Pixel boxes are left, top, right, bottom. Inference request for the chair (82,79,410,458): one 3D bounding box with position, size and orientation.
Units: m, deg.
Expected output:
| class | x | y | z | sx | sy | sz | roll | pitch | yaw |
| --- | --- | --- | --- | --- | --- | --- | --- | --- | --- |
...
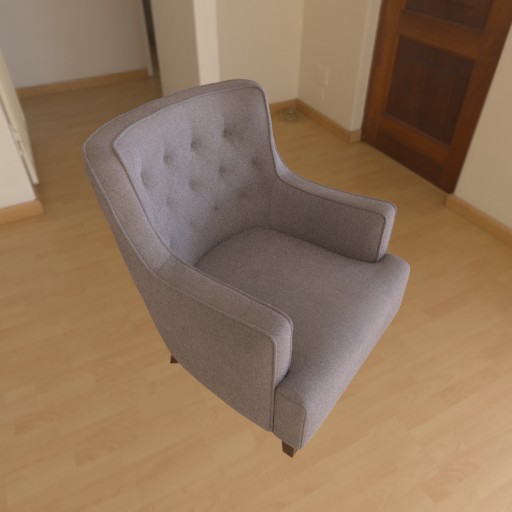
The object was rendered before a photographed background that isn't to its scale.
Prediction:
| class | x | y | z | sx | sy | sz | roll | pitch | yaw |
| --- | --- | --- | --- | --- | --- | --- | --- | --- | --- |
| chair | 0.000 | 0.000 | 1.560 | 0.910 | 0.919 | 0.781 | 26 | 46 | 27 |
